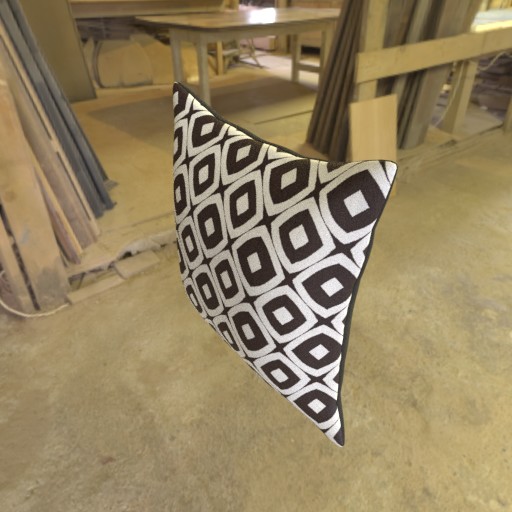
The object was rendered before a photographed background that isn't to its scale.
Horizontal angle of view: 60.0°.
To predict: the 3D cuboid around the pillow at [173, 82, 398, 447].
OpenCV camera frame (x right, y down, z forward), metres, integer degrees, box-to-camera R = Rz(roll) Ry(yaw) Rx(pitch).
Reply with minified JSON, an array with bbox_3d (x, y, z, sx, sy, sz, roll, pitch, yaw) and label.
[{"bbox_3d":[0.000,0.000,0.767,0.188,0.494,0.504,-22,39,-29],"label":"pillow"}]
